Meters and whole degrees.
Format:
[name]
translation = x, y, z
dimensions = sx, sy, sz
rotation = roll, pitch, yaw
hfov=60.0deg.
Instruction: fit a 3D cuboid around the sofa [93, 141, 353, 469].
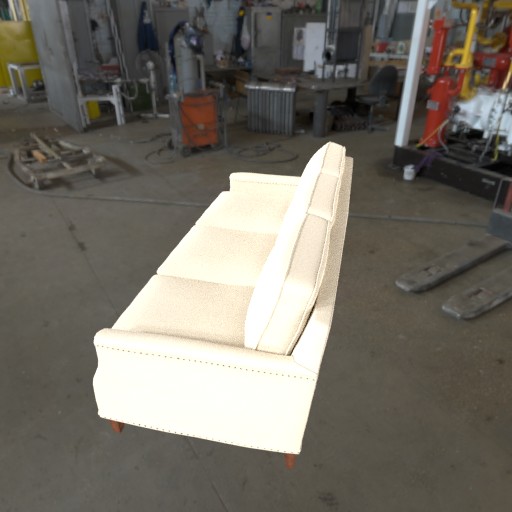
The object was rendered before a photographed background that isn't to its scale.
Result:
[sofa]
translation = 0.000, 0.000, 2.822
dimensions = 1.084, 1.003, 2.246
rotation = 7, 30, 11
